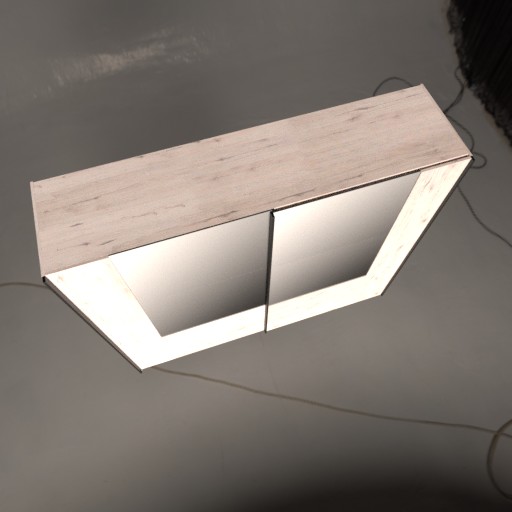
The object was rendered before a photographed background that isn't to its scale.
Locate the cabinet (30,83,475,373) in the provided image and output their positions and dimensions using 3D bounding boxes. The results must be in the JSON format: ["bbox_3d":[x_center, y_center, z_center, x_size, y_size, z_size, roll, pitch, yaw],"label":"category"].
[{"bbox_3d":[0.000,0.000,3.537,2.500,2.180,0.660,-16,64,-8],"label":"cabinet"}]
